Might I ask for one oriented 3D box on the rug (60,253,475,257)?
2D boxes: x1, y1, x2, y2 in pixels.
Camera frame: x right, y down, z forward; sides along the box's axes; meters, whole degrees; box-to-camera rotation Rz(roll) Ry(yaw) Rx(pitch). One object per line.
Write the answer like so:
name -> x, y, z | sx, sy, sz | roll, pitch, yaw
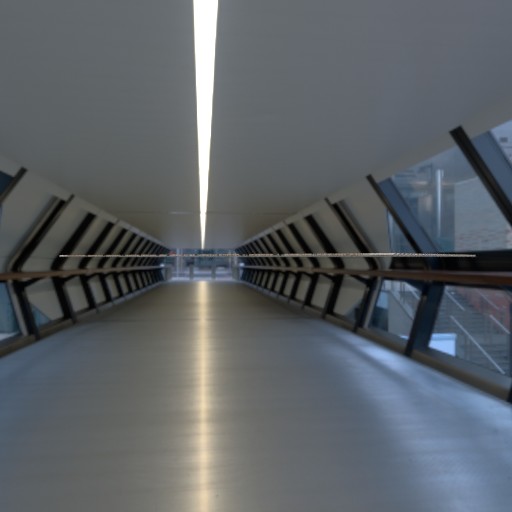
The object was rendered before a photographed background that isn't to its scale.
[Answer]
rug -> 0.000, 0.000, 2.471 | 2.006, 0.008, 1.196 | 0, 0, 38
